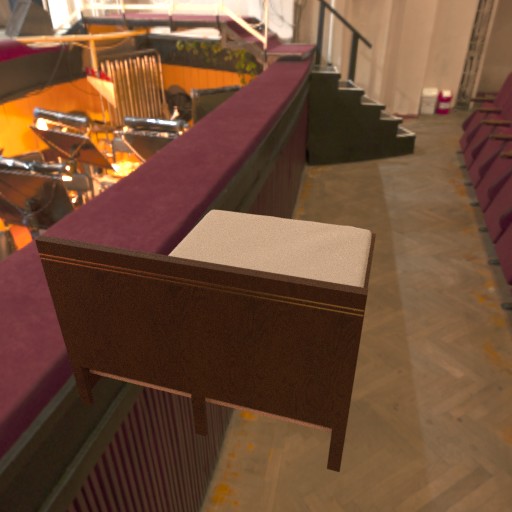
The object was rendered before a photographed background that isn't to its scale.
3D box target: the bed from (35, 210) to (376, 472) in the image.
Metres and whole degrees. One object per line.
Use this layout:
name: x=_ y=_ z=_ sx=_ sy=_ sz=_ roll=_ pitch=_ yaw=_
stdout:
bed: x=0.000 y=0.000 z=3.200 sx=1.613 sy=1.169 sz=2.221 roll=9 pitch=32 yaw=14
